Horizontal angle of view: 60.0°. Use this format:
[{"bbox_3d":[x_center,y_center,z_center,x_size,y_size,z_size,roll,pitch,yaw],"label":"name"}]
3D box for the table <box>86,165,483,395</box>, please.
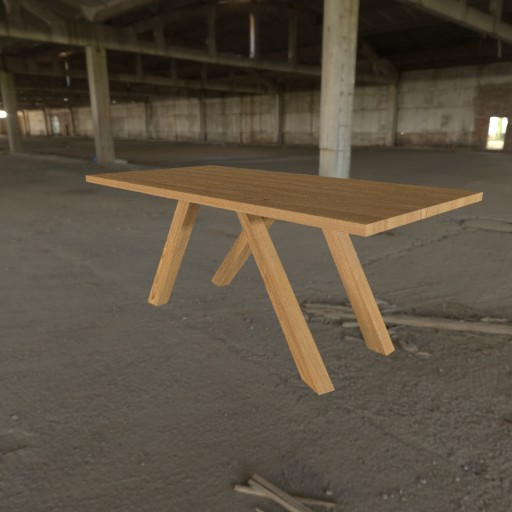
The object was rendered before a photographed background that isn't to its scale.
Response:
[{"bbox_3d":[0.000,0.000,2.273,0.901,0.750,1.797,-16,23,-42],"label":"table"}]
